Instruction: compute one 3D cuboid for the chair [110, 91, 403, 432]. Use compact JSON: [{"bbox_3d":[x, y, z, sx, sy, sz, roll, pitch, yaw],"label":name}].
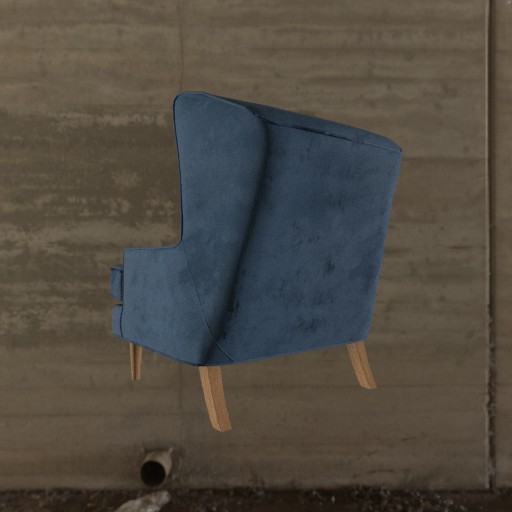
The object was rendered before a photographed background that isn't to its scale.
[{"bbox_3d":[0.000,0.000,1.625,0.793,0.952,0.910,0,0,-37],"label":"chair"}]
